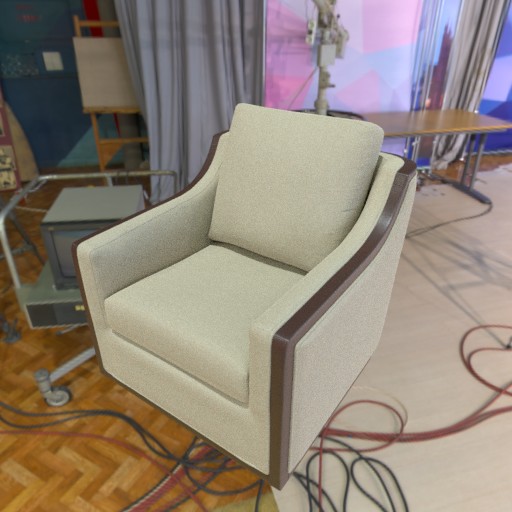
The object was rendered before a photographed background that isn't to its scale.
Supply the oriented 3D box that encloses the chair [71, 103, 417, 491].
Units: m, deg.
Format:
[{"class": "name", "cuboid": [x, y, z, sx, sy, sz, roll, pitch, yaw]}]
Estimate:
[{"class": "chair", "cuboid": [0.000, 0.000, 1.623, 0.870, 0.930, 0.950, 20, 36, 30]}]
